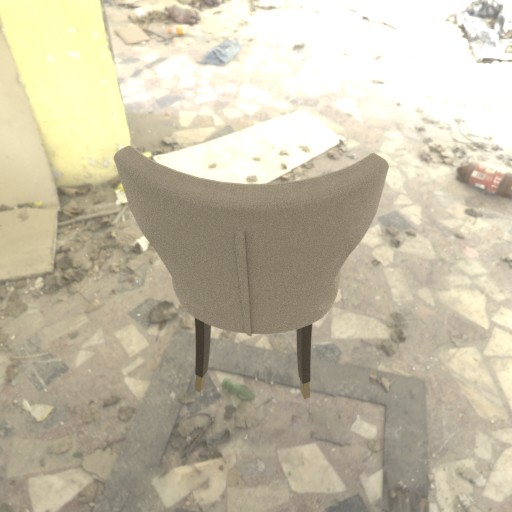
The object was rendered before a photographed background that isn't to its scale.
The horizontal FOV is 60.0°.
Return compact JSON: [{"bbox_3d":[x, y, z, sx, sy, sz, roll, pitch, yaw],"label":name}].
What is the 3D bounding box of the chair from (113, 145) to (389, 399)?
[{"bbox_3d":[0.000,0.000,1.281,0.526,0.950,0.630,3,47,3],"label":"chair"}]
